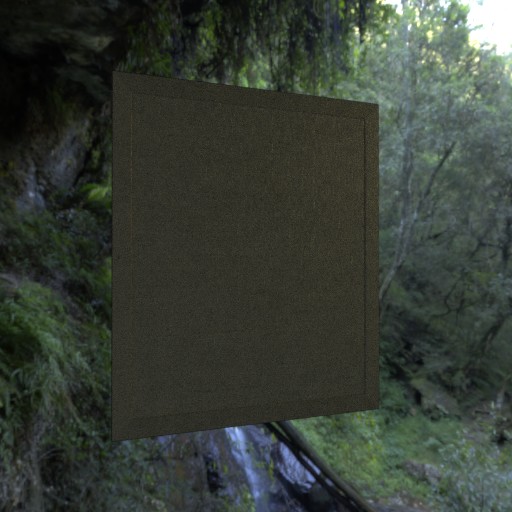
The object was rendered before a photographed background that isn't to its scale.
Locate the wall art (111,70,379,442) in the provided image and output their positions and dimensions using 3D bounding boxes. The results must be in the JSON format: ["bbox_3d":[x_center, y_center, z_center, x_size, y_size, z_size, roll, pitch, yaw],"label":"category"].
[{"bbox_3d":[0.000,0.000,0.615,0.381,0.457,0.023,0,0,-18],"label":"wall art"}]
